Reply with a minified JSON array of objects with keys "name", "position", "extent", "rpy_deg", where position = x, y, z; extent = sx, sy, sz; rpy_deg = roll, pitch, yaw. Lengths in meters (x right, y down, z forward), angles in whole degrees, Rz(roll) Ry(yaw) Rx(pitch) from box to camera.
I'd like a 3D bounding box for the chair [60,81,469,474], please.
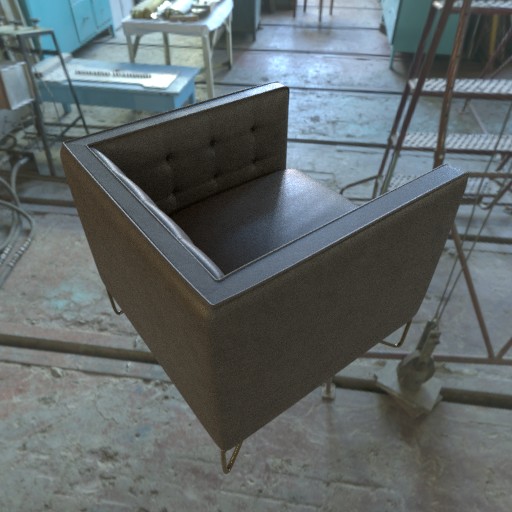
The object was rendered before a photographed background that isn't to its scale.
[{"name":"chair","position":[0.000,0.000,1.543],"extent":[0.894,0.790,0.880],"rpy_deg":[-27,48,-27]}]
